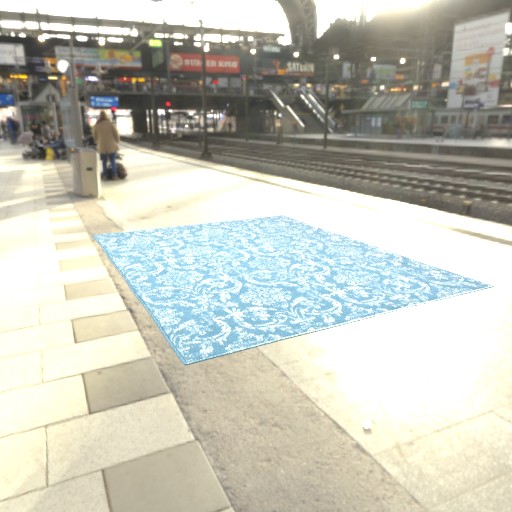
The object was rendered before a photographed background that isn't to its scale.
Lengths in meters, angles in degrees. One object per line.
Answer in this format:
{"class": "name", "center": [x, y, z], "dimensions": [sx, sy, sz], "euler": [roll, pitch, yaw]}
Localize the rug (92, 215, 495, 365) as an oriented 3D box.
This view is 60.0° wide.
{"class": "rug", "center": [0.000, 0.000, 3.959], "dimensions": [2.363, 0.012, 2.980], "euler": [-9, 19, -27]}
